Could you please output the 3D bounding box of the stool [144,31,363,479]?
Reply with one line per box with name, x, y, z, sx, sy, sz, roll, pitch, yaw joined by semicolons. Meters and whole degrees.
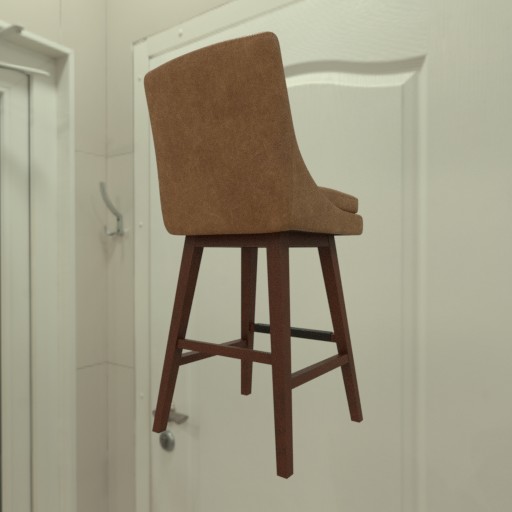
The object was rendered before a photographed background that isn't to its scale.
stool;0.000;0.000;1.379;0.487;1.079;0.572;0;1;36
